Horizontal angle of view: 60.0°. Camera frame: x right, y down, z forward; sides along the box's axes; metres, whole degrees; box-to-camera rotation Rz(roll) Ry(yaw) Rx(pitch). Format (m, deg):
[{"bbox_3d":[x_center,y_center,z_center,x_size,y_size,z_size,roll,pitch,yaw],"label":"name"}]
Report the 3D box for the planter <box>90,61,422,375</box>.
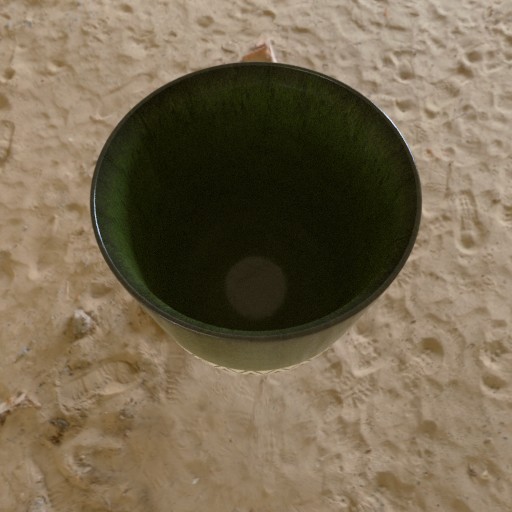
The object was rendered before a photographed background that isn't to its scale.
[{"bbox_3d":[0.000,0.000,0.451,0.245,0.270,0.245,0,65,0],"label":"planter"}]
